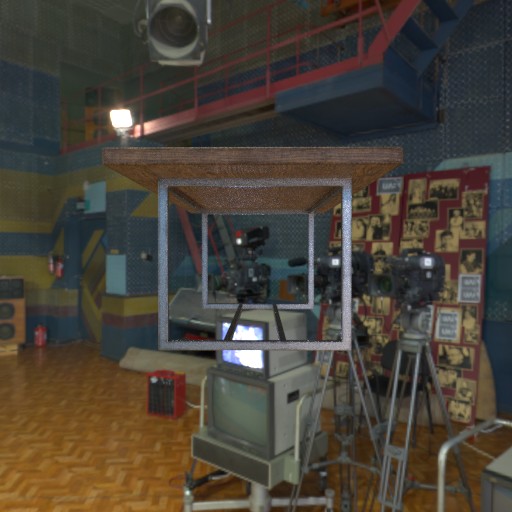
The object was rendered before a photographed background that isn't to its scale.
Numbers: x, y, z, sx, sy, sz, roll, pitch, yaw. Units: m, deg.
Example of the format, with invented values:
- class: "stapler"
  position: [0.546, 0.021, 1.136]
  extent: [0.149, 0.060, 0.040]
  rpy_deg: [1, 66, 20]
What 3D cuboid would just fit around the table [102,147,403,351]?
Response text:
- class: "table"
  position: [0.000, 0.000, 2.581]
  extent: [1.078, 0.795, 1.989]
  rpy_deg: [0, 0, 1]
